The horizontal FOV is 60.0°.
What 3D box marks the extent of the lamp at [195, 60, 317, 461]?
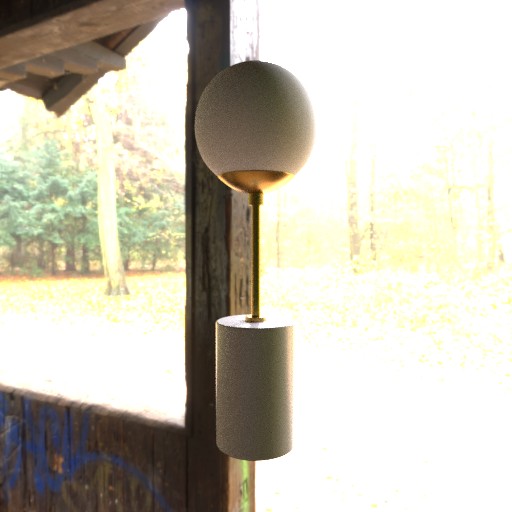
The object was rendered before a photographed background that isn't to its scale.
[{"bbox_3d":[0.000,0.000,0.565,0.153,0.480,0.153,0,2,0],"label":"lamp"}]
